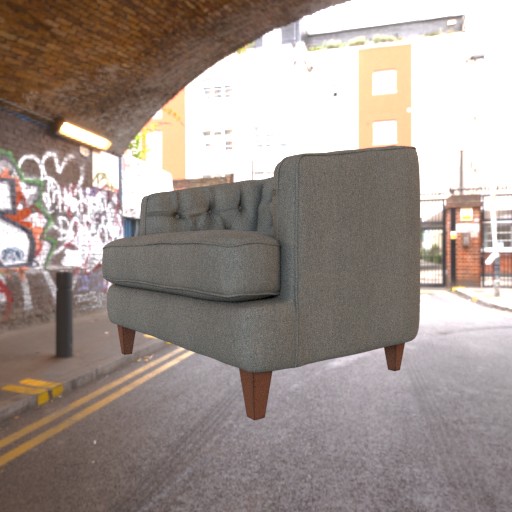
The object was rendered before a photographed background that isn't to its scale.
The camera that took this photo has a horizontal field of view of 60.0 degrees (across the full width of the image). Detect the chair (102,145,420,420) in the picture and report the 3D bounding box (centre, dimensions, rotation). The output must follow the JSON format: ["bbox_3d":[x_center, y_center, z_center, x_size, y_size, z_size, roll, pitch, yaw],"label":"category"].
[{"bbox_3d":[0.000,0.000,1.760,0.945,0.852,1.094,0,0,-37],"label":"chair"}]
